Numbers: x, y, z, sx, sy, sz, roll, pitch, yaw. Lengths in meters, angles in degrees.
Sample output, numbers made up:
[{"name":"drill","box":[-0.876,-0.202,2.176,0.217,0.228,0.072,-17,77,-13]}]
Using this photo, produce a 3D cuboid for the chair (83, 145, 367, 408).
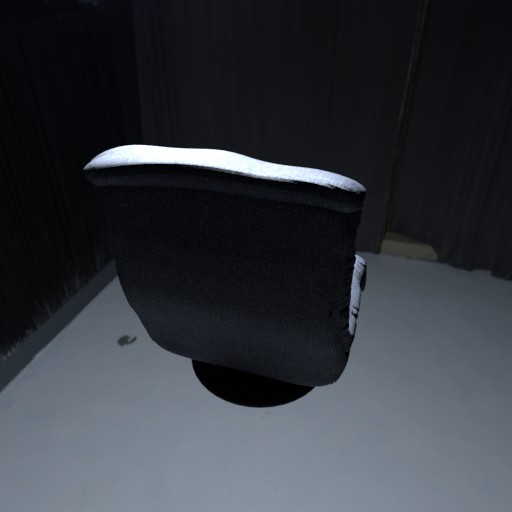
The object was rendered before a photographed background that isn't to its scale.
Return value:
[{"name":"chair","box":[0.000,0.000,1.233,0.597,0.749,0.668,9,32,15]}]
